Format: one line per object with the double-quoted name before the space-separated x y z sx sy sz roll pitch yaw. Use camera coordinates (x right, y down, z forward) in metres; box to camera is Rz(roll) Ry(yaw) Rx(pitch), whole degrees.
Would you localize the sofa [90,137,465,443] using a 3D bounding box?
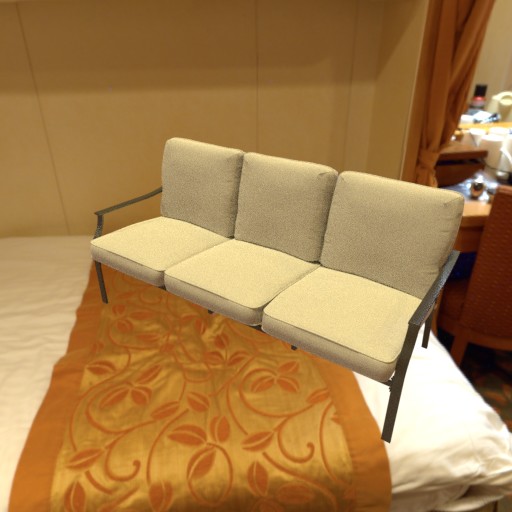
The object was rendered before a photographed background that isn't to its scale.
"sofa" 0.000 0.000 2.223 1.740 0.860 0.787 18 34 29
